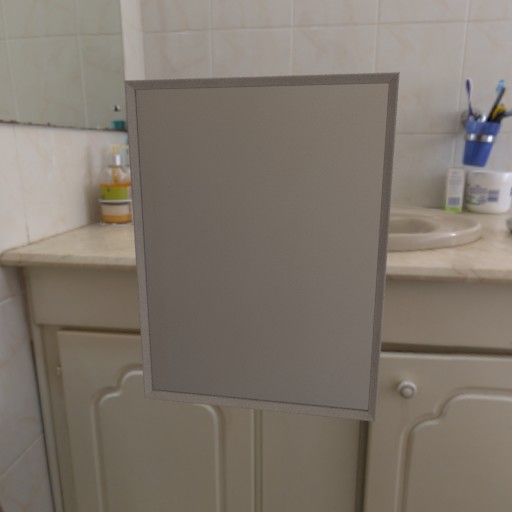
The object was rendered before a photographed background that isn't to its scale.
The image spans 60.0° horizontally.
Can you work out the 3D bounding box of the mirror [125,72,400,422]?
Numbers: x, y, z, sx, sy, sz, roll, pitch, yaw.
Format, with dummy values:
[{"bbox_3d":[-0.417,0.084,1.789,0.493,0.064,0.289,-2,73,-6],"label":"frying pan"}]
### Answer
[{"bbox_3d":[0.000,0.000,1.344,0.762,1.016,0.041,2,13,10],"label":"mirror"}]
